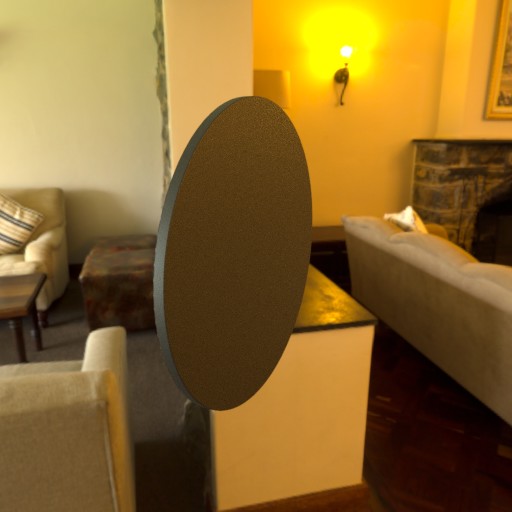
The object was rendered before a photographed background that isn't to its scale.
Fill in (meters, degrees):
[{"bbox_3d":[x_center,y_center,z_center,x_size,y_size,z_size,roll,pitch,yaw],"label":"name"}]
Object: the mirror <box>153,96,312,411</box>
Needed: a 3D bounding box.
[{"bbox_3d":[0.000,0.000,1.587,0.036,1.077,1.077,8,17,26],"label":"mirror"}]
